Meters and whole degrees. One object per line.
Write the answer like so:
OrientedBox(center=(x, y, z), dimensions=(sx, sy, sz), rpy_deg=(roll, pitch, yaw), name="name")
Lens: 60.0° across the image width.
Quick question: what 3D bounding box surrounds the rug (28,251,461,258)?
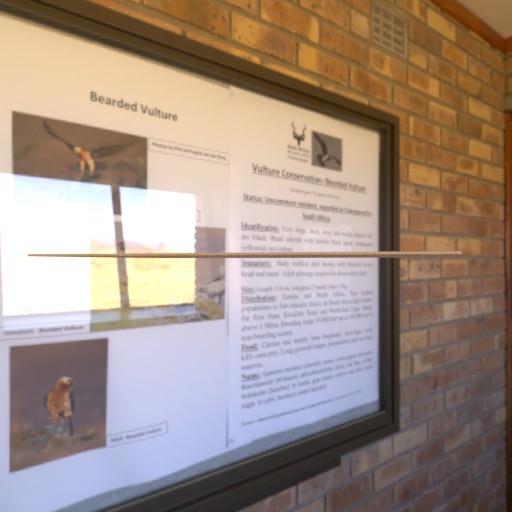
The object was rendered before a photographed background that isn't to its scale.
OrientedBox(center=(0.000, 0.000, 2.904), dimensions=(2.290, 0.014, 1.526), rpy_deg=(0, -1, 19), name="rug")
